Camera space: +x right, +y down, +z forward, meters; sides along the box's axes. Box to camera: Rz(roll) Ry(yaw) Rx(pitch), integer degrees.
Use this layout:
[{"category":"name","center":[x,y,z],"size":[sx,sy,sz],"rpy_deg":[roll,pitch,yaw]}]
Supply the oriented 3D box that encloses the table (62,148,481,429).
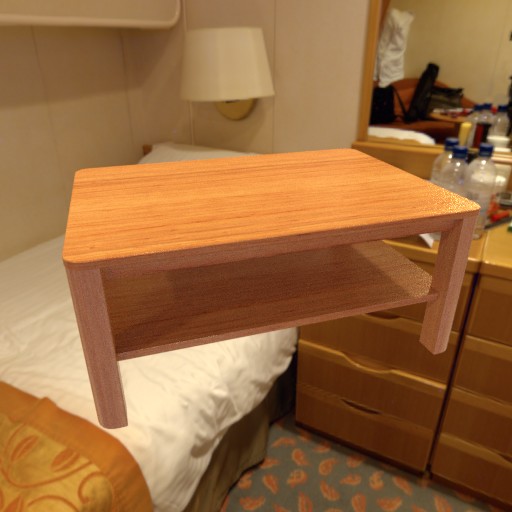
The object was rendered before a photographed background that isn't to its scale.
[{"category":"table","center":[0.000,0.000,1.366],"size":[0.997,0.445,0.696],"rpy_deg":[-8,28,-16]}]
